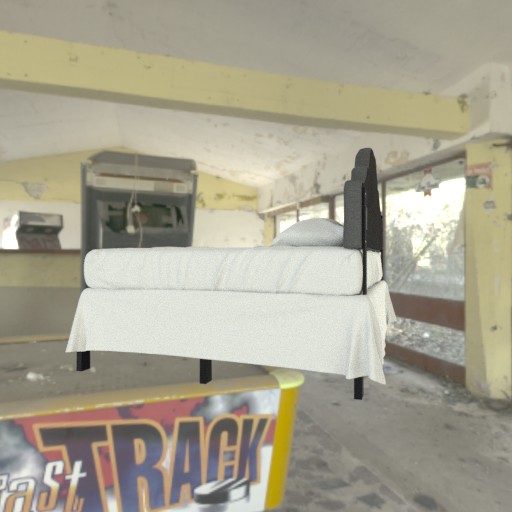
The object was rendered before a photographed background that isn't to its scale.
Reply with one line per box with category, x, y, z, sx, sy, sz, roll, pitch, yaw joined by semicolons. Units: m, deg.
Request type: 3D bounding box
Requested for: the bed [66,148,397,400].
bed;0.000;0.000;3.758;2.222;1.631;2.303;0;0;19
